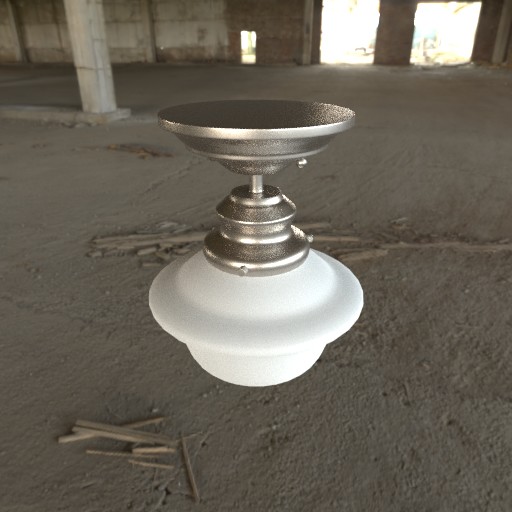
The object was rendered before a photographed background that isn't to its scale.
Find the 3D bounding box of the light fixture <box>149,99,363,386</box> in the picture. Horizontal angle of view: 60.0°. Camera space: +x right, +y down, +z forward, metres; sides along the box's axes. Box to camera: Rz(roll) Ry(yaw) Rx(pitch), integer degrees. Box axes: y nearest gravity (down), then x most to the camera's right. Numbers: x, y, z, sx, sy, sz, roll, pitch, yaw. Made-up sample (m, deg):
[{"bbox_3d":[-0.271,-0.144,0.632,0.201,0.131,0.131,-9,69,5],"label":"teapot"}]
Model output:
[{"bbox_3d":[0.000,0.000,0.404,0.199,0.254,0.199,0,26,0],"label":"light fixture"}]
